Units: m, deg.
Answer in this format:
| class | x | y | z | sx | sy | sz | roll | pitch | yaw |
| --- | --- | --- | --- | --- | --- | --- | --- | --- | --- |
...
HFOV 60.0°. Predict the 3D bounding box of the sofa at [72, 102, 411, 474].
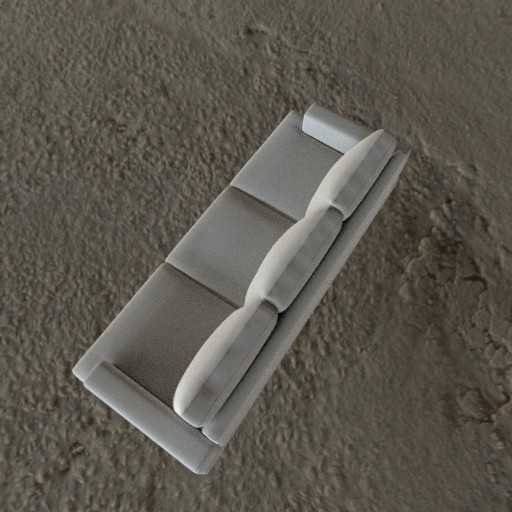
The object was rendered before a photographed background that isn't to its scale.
| class | x | y | z | sx | sy | sz | roll | pitch | yaw |
| --- | --- | --- | --- | --- | --- | --- | --- | --- | --- |
| sofa | 0.000 | 0.000 | 2.726 | 0.920 | 0.810 | 2.310 | 31 | 68 | 14 |
